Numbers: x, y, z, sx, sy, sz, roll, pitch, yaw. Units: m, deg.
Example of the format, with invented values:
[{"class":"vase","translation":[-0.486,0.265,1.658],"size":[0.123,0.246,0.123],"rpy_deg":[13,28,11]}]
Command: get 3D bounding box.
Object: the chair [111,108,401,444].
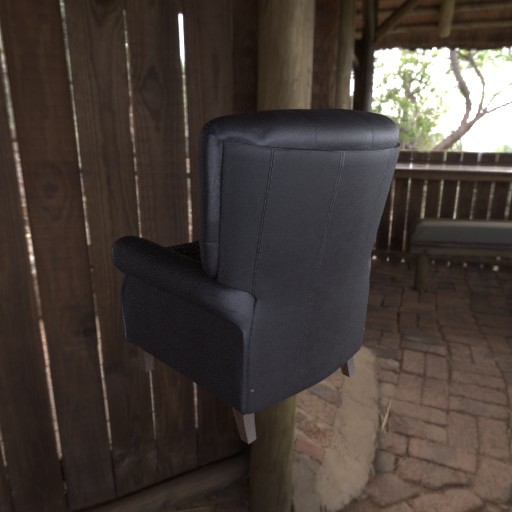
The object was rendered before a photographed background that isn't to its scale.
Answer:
[{"class":"chair","translation":[0.000,0.000,1.875],"size":[0.948,1.158,1.058],"rpy_deg":[-15,22,-42]}]
